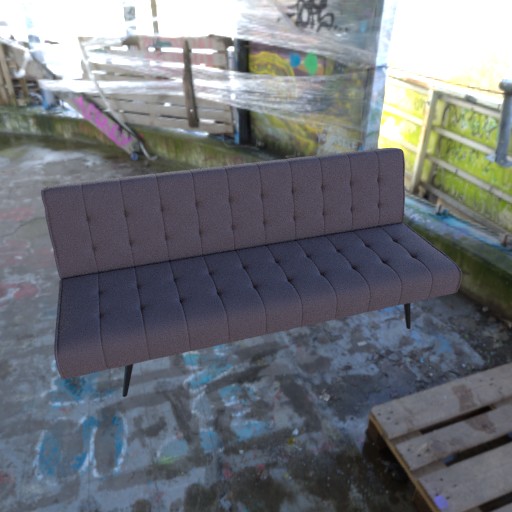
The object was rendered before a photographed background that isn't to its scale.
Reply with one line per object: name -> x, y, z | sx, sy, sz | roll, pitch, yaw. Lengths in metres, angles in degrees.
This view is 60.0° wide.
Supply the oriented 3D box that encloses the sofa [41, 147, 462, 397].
sofa -> 0.000, 0.000, 2.034 | 1.703, 0.699, 0.747 | -10, 33, -15
